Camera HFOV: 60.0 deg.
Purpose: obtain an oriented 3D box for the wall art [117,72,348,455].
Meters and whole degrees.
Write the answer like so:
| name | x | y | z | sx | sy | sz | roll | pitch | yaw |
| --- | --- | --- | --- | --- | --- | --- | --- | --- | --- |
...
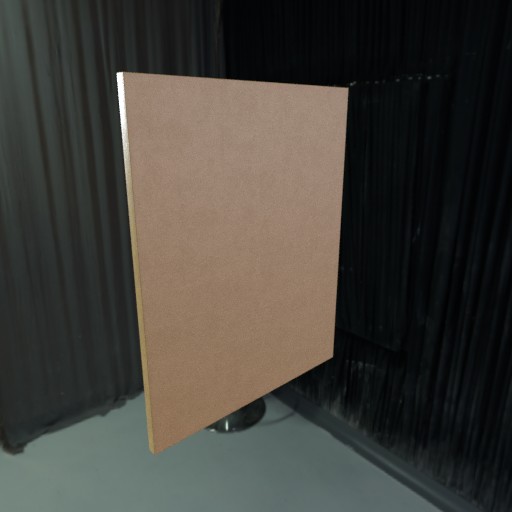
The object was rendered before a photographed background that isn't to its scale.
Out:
| name | x | y | z | sx | sy | sz | roll | pitch | yaw |
| --- | --- | --- | --- | --- | --- | --- | --- | --- | --- |
| wall art | 0.000 | 0.000 | 1.366 | 0.798 | 1.002 | 0.030 | -15 | 23 | -40 |
